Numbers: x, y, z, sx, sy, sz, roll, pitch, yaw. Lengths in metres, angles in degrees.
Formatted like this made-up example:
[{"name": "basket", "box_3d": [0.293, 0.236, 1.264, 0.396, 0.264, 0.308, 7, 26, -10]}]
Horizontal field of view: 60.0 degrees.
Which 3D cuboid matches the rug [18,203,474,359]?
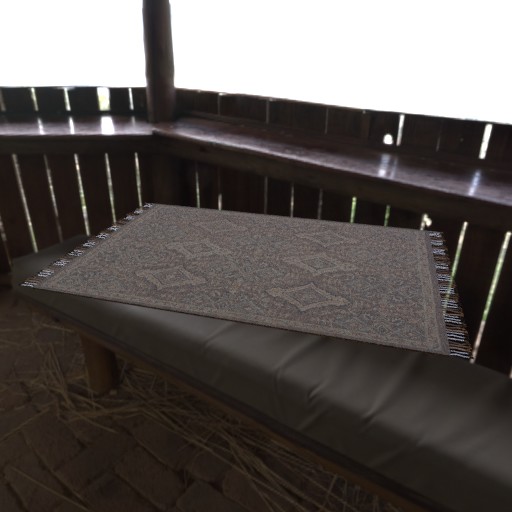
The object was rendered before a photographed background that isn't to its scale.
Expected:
[{"name": "rug", "box_3d": [0.000, 0.000, 2.910, 2.434, 0.010, 1.516, 7, 27, 14]}]
